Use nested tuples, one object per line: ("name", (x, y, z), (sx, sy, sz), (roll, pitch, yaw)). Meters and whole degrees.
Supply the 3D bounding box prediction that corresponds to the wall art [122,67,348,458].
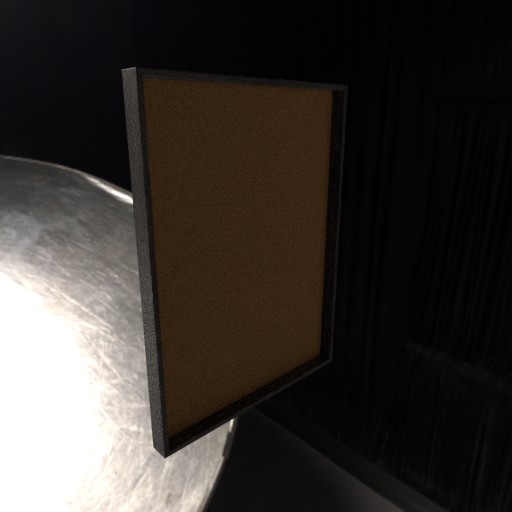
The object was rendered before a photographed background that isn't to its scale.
("wall art", (0.000, 0.000, 1.365), (0.762, 1.016, 0.063), (-16, 23, -41))
